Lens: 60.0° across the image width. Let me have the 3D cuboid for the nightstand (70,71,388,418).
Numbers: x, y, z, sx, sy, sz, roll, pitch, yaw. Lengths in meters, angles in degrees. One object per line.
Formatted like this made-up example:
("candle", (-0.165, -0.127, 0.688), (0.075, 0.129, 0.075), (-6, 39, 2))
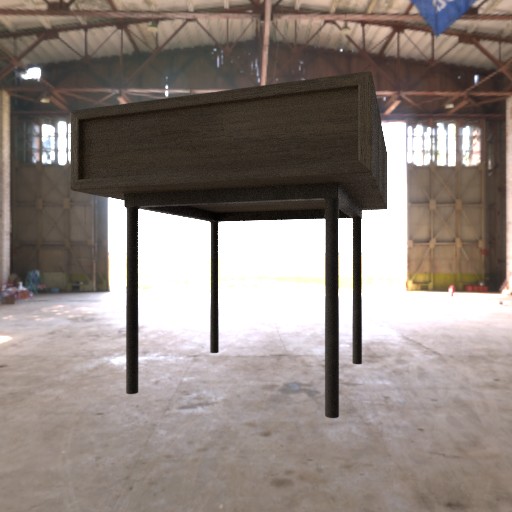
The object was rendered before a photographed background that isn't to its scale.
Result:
("nightstand", (0.000, 0.000, 0.914), (0.502, 0.497, 0.503), (0, 0, 19))
